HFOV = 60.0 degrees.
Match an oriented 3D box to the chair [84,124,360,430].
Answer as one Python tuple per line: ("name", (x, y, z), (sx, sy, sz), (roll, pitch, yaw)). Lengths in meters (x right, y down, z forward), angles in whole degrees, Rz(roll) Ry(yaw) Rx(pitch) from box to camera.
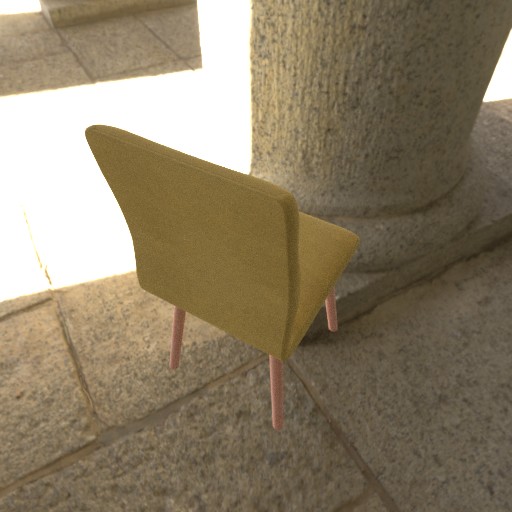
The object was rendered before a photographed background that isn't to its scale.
("chair", (0.000, 0.000, 1.265), (0.450, 0.965, 0.550), (23, 51, 20))
